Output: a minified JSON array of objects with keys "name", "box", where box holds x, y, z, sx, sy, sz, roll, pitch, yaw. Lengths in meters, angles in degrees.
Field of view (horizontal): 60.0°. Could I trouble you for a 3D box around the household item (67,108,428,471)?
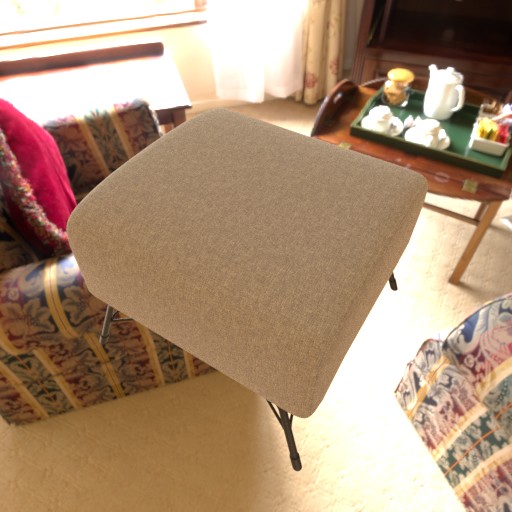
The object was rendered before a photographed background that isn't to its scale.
[{"name":"household item","box":[0.000,0.000,0.930,0.530,0.410,0.530,25,52,22]}]
